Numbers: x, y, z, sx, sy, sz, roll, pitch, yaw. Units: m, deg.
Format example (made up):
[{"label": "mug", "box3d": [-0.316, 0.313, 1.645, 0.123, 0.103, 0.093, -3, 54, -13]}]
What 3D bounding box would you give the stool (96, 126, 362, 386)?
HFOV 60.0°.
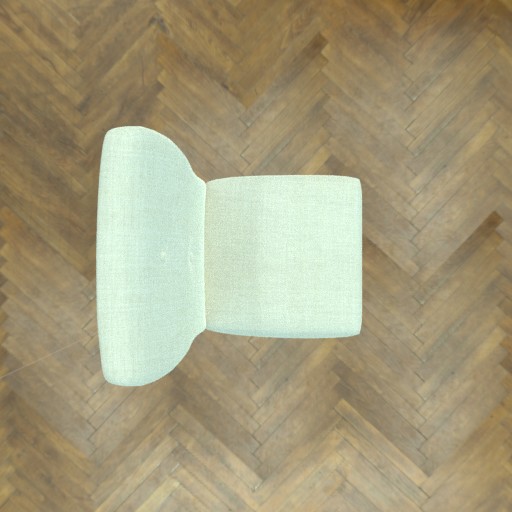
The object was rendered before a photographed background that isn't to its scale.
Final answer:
[{"label": "stool", "box3d": [0.000, 0.000, 1.317, 0.603, 0.972, 0.514, 0, 90, 1]}]
